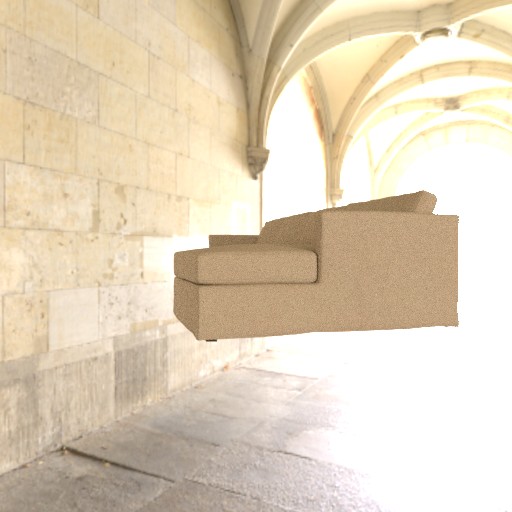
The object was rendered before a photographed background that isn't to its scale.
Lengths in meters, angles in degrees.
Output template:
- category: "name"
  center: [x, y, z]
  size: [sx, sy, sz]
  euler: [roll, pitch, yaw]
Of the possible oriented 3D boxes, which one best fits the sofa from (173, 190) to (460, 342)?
- category: "sofa"
  center: [0.000, 0.000, 3.933]
  size: [1.622, 0.871, 3.206]
  euler: [0, 0, -17]
